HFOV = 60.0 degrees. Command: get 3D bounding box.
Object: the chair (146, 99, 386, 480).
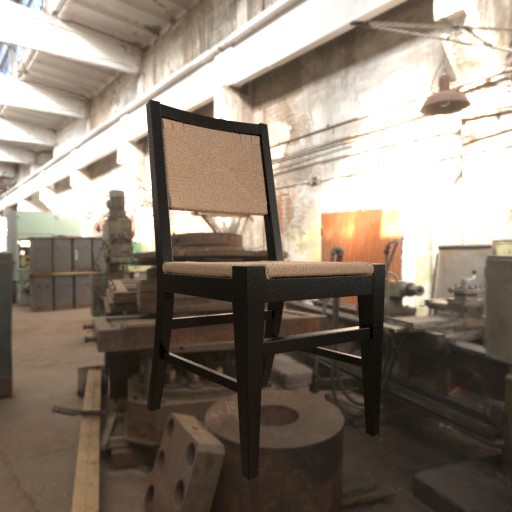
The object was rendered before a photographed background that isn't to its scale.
[{"bbox_3d":[0.000,0.000,1.240,0.437,0.927,0.552,0,0,-35],"label":"chair"}]
